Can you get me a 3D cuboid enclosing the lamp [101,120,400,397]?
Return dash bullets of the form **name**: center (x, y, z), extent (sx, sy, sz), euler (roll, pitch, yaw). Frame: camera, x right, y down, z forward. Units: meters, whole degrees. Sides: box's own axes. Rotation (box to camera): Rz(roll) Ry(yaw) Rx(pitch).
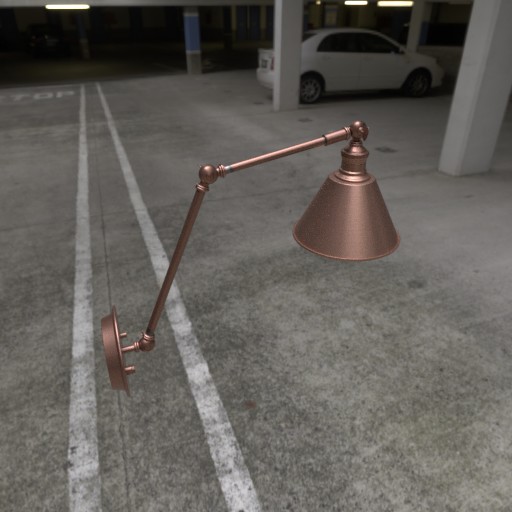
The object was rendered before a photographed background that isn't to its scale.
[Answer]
- **lamp**: center (0.000, 0.000, 0.886), extent (0.624, 0.502, 0.223), euler (-10, 32, -17)
